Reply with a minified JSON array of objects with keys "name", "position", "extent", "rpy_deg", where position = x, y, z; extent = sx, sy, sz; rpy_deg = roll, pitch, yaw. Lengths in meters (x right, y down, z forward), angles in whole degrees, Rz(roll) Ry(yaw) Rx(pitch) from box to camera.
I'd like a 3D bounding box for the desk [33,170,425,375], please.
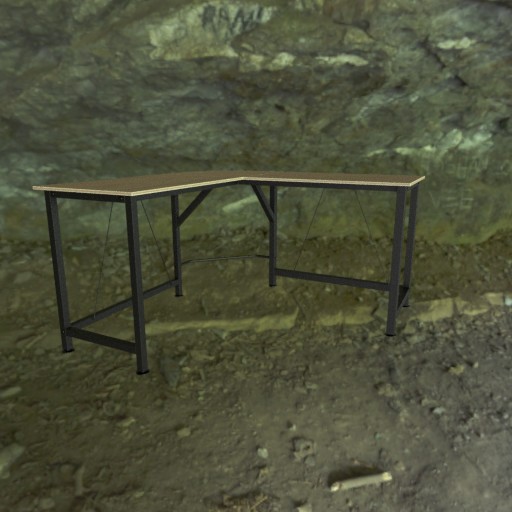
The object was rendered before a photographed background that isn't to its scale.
[{"name":"desk","position":[0.000,0.000,2.260],"extent":[1.400,0.762,1.400],"rpy_deg":[7,16,26]}]
